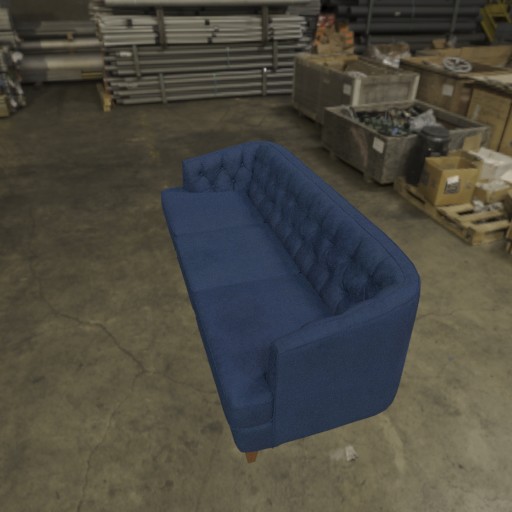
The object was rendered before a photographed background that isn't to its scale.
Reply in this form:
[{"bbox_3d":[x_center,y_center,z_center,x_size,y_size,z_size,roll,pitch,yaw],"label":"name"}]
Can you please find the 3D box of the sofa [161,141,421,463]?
[{"bbox_3d":[0.000,0.000,2.782,0.941,0.855,2.278,-9,33,-15],"label":"sofa"}]
